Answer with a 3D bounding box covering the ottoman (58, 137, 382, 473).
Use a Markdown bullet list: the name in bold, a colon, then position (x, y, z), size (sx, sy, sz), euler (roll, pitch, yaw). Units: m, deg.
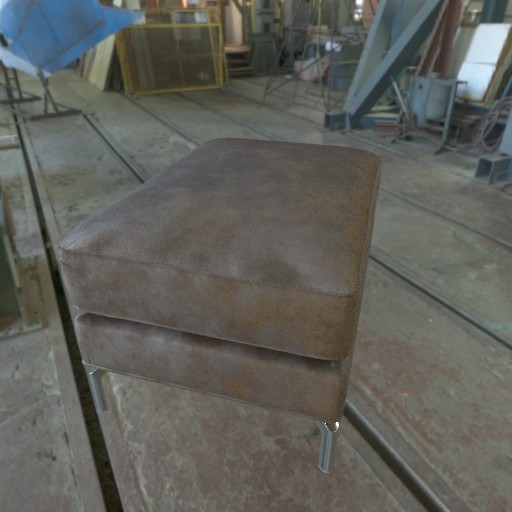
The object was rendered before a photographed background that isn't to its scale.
- **ottoman**: position (0.000, 0.000, 1.060), size (0.520, 0.456, 0.719), euler (8, 30, 15)
